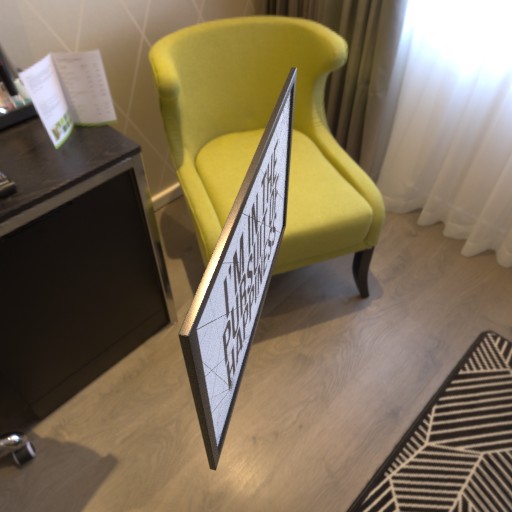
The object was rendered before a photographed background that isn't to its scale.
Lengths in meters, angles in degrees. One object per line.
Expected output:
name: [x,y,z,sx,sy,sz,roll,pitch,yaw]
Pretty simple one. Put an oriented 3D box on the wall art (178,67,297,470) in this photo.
wall art: [0.000,0.000,1.060,0.015,0.552,0.819,10,48,9]
